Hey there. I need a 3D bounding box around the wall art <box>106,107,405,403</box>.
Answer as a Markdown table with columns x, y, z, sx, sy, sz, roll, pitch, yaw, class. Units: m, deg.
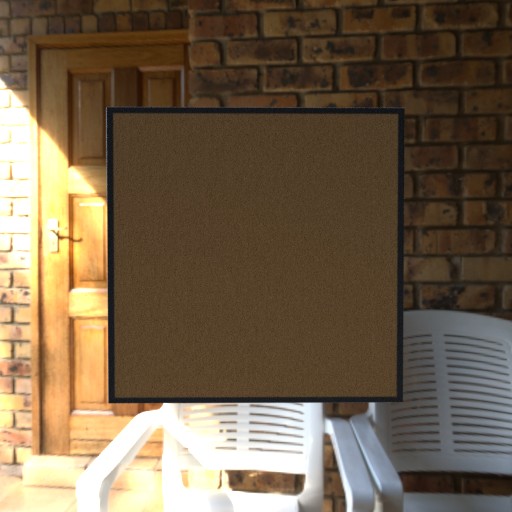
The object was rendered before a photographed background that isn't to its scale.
| x | y | z | sx | sy | sz | roll | pitch | yaw | class |
| --- | --- | --- | --- | --- | --- | --- | --- | --- | --- |
| 0.000 | 0.000 | 1.214 | 0.805 | 0.803 | 0.022 | 0 | 1 | -1 | wall art |
